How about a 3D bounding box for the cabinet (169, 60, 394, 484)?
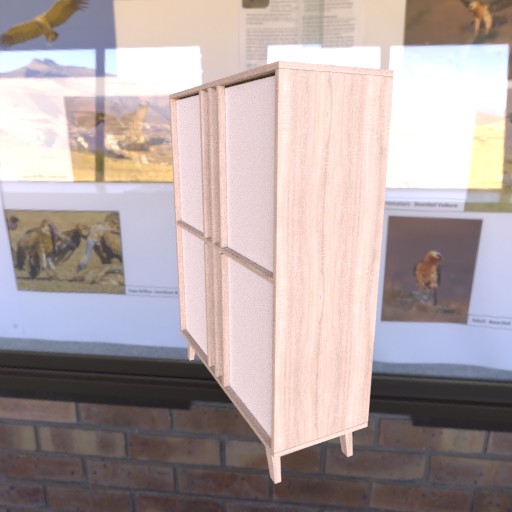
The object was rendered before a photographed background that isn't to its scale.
[{"bbox_3d":[0.000,0.000,1.920,0.398,1.388,1.111,-7,17,-25],"label":"cabinet"}]
